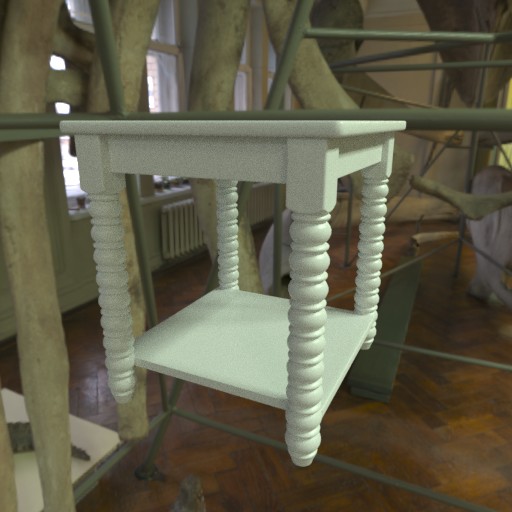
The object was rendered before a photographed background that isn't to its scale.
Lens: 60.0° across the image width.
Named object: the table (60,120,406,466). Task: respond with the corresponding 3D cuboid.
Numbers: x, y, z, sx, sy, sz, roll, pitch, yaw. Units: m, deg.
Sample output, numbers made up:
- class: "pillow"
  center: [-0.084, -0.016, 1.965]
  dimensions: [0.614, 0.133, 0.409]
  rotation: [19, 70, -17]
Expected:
- class: "table"
  center: [0.000, 0.000, 0.964]
  dimensions: [0.500, 0.563, 0.533]
  rotation: [8, 19, 25]
